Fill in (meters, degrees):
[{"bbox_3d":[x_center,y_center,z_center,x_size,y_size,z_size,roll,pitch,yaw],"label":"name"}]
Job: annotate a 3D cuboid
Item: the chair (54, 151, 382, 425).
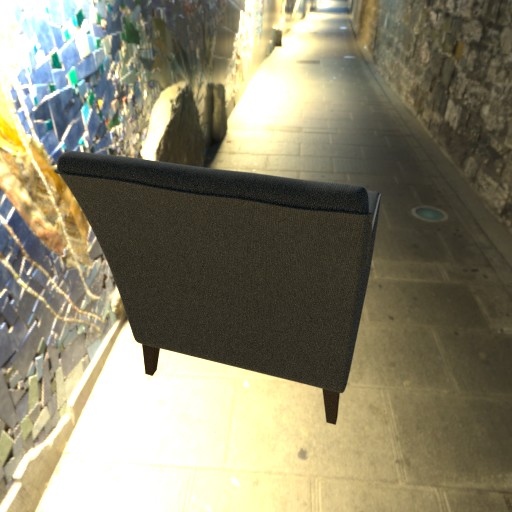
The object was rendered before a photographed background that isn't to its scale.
[{"bbox_3d":[0.000,0.000,1.562,0.780,0.919,0.899,10,33,16],"label":"chair"}]
